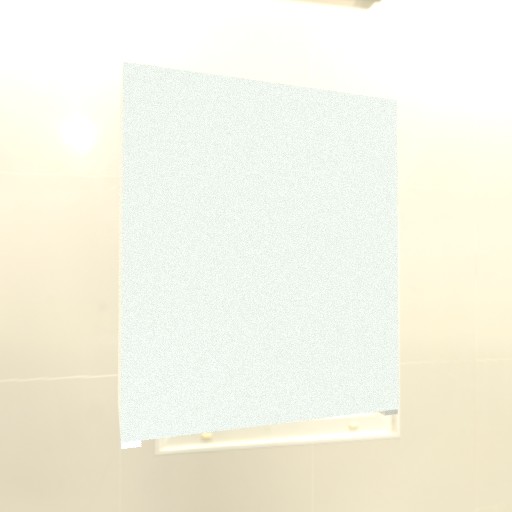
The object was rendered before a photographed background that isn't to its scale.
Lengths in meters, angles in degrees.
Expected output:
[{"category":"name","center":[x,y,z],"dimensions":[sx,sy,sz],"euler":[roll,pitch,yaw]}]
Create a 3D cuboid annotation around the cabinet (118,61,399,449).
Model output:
[{"category":"cabinet","center":[0.000,0.000,1.706],"dimensions":[1.000,1.190,0.400],"euler":[0,-1,-19]}]
